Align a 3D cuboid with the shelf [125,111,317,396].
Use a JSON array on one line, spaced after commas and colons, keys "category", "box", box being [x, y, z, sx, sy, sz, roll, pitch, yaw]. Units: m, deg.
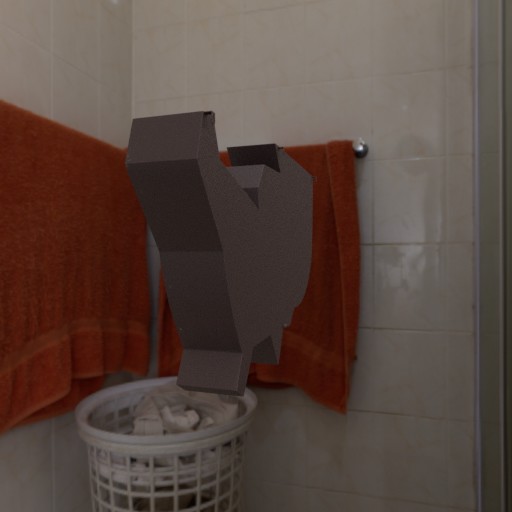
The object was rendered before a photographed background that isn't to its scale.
[{"category": "shelf", "box": [0.000, 0.000, 0.896, 0.112, 0.439, 0.729, 0, 0, 18]}]
